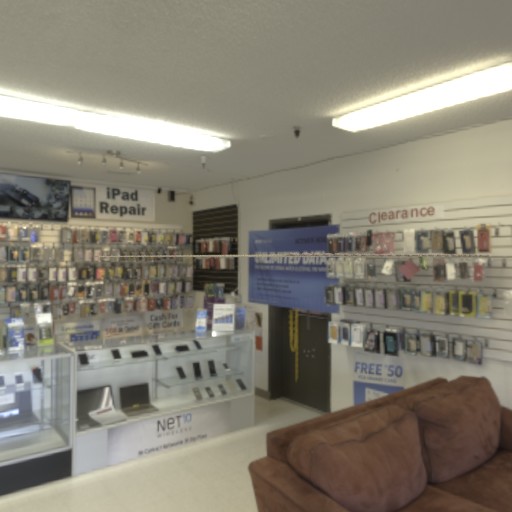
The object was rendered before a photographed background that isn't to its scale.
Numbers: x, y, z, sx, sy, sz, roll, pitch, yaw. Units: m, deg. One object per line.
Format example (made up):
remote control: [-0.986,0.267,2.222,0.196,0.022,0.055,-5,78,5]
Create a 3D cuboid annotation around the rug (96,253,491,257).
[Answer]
rug: [0.000,0.000,2.560,1.229,0.011,2.096,0,0,-36]
